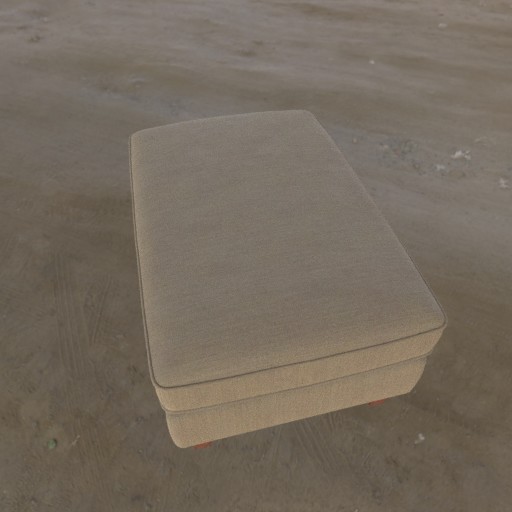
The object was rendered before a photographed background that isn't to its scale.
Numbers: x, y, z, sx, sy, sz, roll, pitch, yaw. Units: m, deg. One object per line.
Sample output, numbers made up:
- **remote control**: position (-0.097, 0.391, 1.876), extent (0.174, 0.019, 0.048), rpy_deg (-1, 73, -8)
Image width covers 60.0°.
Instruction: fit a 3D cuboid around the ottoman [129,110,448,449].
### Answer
- **ottoman**: position (0.000, 0.000, 1.305), extent (0.636, 0.480, 0.941), rpy_deg (-10, 48, -9)
